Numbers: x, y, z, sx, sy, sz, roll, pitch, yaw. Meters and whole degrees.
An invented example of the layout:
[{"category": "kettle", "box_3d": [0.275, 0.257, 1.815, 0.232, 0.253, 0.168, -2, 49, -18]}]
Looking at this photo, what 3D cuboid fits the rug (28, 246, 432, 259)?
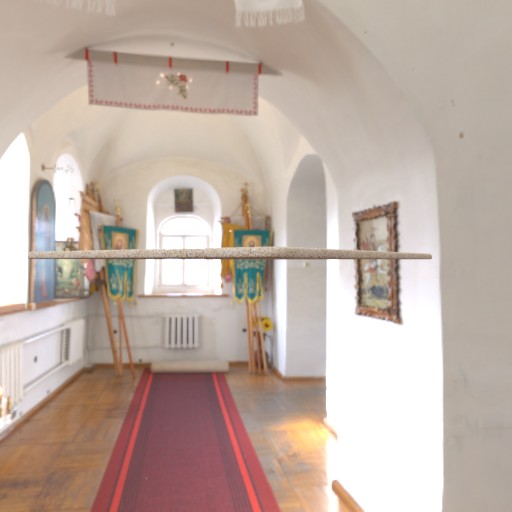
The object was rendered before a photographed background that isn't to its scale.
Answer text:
[{"category": "rug", "box_3d": [0.000, 0.000, 3.383, 2.009, 0.048, 2.528, 0, -1, 35]}]
